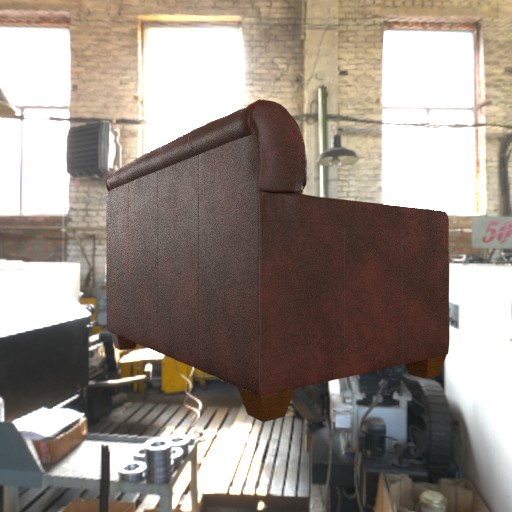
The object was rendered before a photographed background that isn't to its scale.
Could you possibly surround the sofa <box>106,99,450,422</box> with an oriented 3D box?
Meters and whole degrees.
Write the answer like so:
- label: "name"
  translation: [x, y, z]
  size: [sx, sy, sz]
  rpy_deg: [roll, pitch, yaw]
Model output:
- label: "sofa"
  translation: [0.000, 0.000, 2.053]
  size: [1.000, 0.956, 1.413]
  rpy_deg: [0, -1, -36]
